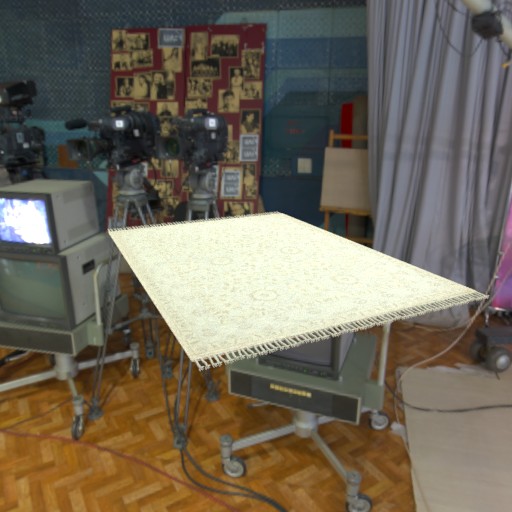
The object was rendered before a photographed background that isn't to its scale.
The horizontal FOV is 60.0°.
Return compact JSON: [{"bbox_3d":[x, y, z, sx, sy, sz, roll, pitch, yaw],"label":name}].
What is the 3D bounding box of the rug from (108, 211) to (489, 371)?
[{"bbox_3d":[0.000,0.000,2.280,1.223,0.015,1.771,-8,20,-24],"label":"rug"}]
